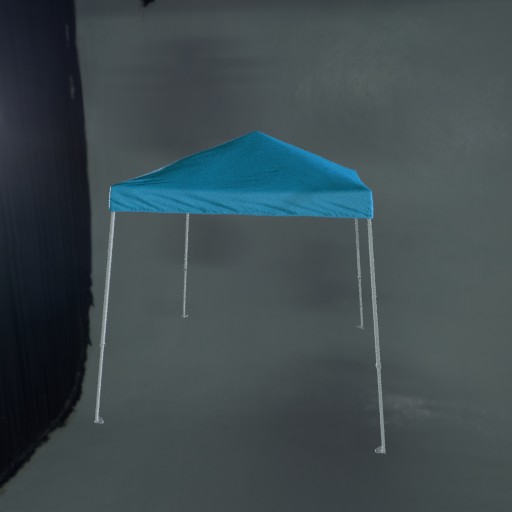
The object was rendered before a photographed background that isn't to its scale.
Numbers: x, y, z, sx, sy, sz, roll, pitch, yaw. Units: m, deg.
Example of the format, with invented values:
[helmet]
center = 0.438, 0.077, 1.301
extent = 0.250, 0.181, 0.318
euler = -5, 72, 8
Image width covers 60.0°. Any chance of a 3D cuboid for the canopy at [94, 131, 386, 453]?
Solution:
[canopy]
center = 0.000, 0.000, 5.242
extent = 2.849, 2.849, 2.848
euler = 2, 15, 9
